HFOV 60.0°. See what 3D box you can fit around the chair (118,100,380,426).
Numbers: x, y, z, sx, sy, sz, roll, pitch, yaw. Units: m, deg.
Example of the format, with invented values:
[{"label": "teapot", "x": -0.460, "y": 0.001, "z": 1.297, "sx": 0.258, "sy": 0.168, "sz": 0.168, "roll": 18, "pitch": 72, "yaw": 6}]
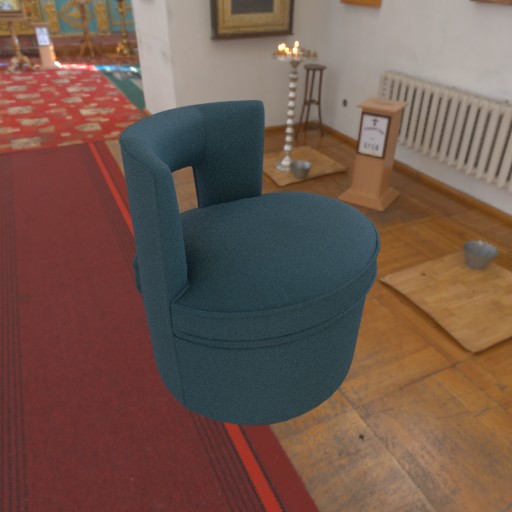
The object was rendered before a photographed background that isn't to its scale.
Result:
[{"label": "chair", "x": 0.000, "y": 0.000, "z": 1.239, "sx": 0.660, "sy": 0.711, "sz": 0.684, "roll": 10, "pitch": 33, "yaw": 16}]
